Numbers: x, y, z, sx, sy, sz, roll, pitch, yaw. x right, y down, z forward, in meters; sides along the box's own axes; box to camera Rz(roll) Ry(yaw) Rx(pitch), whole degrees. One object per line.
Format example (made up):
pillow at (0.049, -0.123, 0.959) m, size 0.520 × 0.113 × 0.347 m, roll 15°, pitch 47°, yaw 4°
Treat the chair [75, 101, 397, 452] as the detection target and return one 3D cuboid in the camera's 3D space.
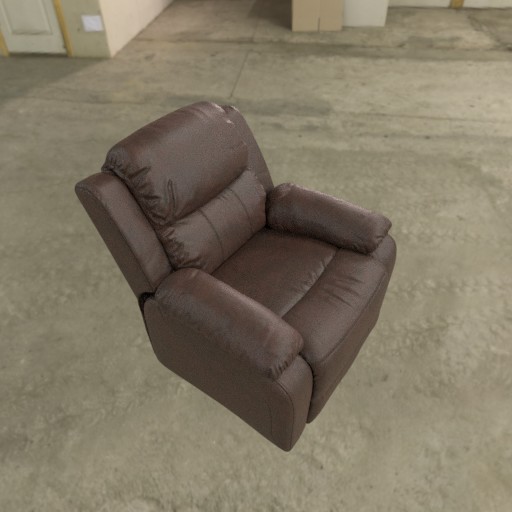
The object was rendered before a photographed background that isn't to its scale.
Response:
chair at (0.000, 0.000, 1.297) m, size 0.707 × 0.702 × 0.680 m, roll 25°, pitch 47°, yaw 25°
